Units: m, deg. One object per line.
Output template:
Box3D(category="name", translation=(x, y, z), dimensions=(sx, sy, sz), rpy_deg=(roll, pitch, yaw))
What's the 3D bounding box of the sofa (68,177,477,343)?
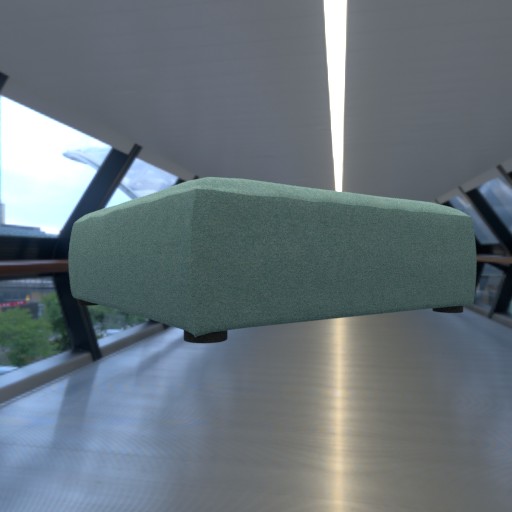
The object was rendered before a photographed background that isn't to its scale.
Box3D(category="sofa", translation=(0.000, 0.000, 1.416), dimensions=(0.930, 0.330, 0.930), rpy_deg=(0, -1, -35))
